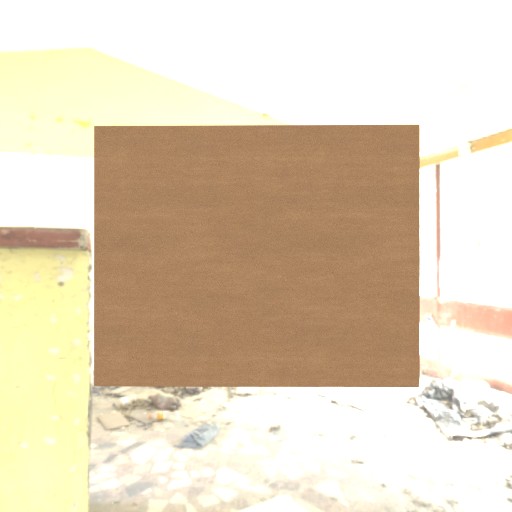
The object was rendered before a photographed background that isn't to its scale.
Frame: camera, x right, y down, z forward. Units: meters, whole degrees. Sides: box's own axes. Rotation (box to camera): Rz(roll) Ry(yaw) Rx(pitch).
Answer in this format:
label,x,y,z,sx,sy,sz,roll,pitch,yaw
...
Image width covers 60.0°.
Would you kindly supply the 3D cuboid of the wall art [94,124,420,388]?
label,x,y,z,sx,sy,sz,roll,pitch,yaw
wall art,0.000,0.000,0.695,0.508,0.408,0.010,0,0,1
